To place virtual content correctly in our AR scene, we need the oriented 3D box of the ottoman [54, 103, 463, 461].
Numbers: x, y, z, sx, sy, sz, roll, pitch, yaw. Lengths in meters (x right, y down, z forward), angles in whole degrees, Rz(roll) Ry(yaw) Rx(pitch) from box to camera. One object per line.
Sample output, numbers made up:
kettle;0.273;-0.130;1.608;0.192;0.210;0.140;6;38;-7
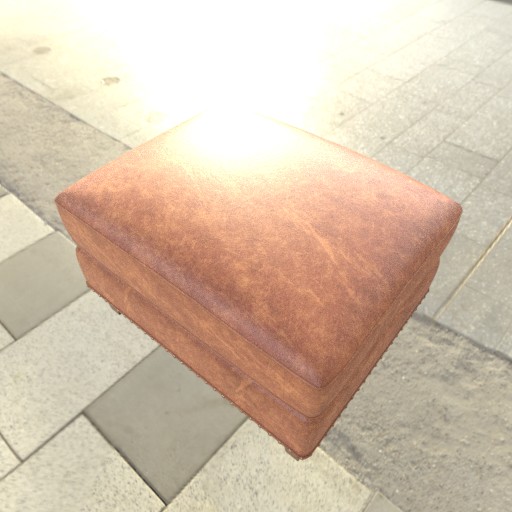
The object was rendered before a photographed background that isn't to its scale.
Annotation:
ottoman;0.000;0.000;1.109;0.742;0.486;0.586;31;54;26
